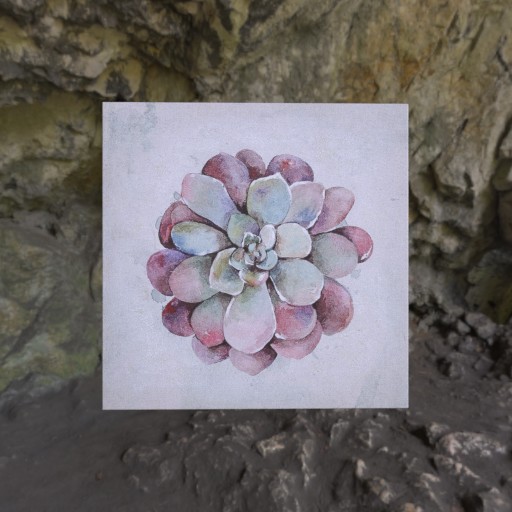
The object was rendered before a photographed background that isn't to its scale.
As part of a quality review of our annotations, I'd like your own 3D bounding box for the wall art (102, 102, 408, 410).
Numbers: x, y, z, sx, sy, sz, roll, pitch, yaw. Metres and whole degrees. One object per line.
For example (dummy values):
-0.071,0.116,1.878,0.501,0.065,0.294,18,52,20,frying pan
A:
0.000,0.000,1.122,0.762,0.762,0.041,0,0,-1,wall art
